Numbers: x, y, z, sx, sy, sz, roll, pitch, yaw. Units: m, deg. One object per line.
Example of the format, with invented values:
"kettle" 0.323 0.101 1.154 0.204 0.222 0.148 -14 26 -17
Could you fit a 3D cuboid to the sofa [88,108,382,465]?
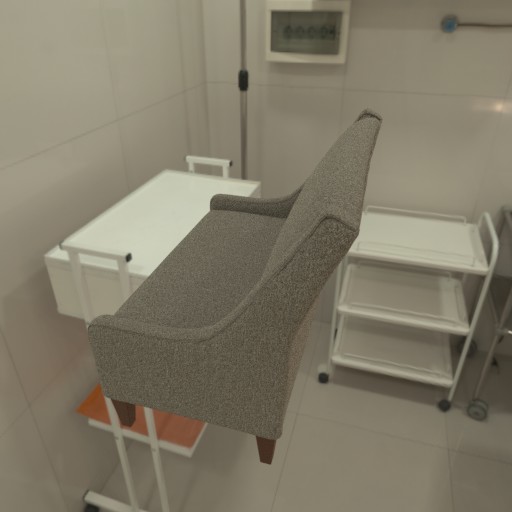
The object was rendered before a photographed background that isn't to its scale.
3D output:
"sofa" 0.000 0.000 1.888 0.862 1.026 1.242 9 32 14
